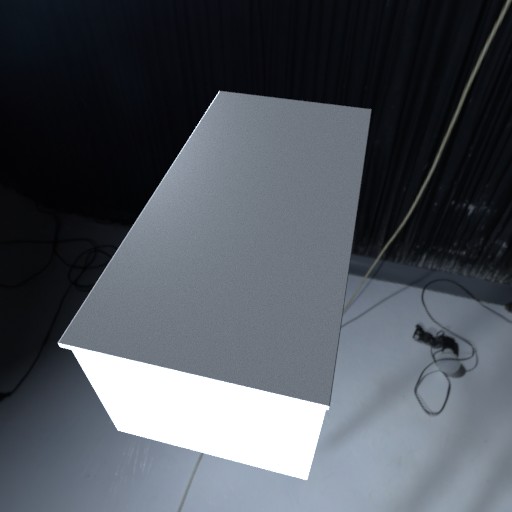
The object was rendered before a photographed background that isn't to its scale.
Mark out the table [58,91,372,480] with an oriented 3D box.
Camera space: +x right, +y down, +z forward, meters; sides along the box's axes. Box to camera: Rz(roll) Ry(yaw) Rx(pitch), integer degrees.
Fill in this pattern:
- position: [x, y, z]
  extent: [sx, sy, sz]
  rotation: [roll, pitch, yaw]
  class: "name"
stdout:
- position: [0.000, 0.000, 1.263]
  extent: [0.500, 0.441, 1.000]
  rotation: [10, 48, 10]
  class: "table"
